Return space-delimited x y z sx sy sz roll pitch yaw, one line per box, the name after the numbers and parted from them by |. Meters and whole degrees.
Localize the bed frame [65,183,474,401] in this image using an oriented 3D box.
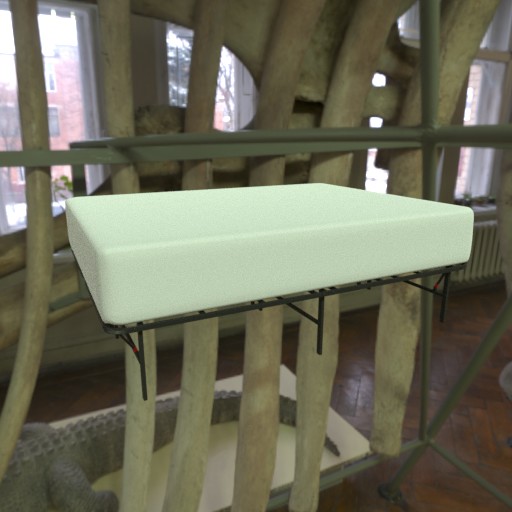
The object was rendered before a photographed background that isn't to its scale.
0.000 0.000 2.761 2.037 0.677 1.528 -8 17 -26 | bed frame
